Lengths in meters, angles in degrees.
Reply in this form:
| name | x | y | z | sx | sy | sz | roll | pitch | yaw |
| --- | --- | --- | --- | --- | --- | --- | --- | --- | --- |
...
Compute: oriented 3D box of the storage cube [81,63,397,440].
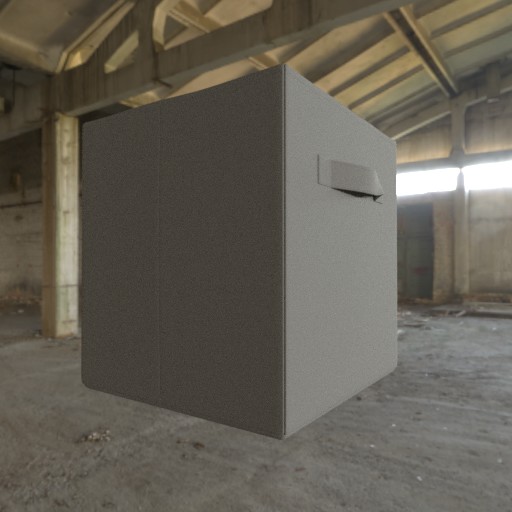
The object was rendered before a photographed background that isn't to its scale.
| name | x | y | z | sx | sy | sz | roll | pitch | yaw |
| --- | --- | --- | --- | --- | --- | --- | --- | --- | --- |
| storage cube | 0.000 | 0.000 | 0.500 | 0.270 | 0.280 | 0.270 | -1 | -1 | 35 |
